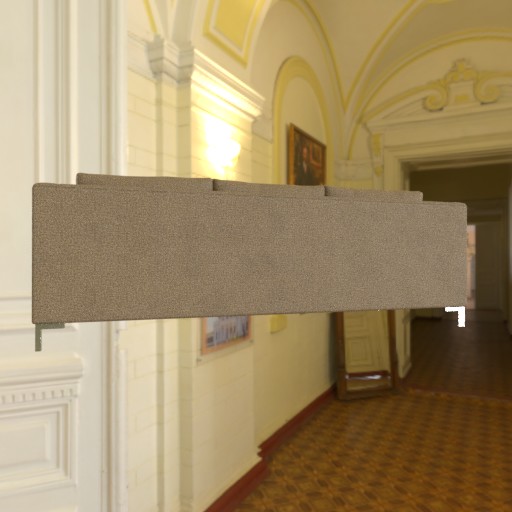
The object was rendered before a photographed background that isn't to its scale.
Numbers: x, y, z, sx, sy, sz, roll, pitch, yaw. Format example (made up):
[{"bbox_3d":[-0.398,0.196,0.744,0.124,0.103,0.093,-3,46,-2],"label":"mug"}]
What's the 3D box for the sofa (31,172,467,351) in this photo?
[{"bbox_3d":[0.000,0.000,2.803,2.415,0.867,0.969,0,0,-18],"label":"sofa"}]
